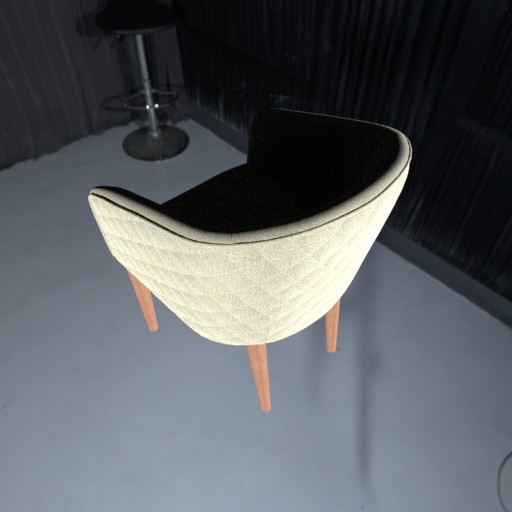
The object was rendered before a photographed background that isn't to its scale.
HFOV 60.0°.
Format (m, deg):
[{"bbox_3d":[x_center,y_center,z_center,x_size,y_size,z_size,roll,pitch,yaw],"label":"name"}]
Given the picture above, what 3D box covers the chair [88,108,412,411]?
[{"bbox_3d":[0.000,0.000,1.196,0.584,0.775,0.616,-34,55,-27],"label":"chair"}]
